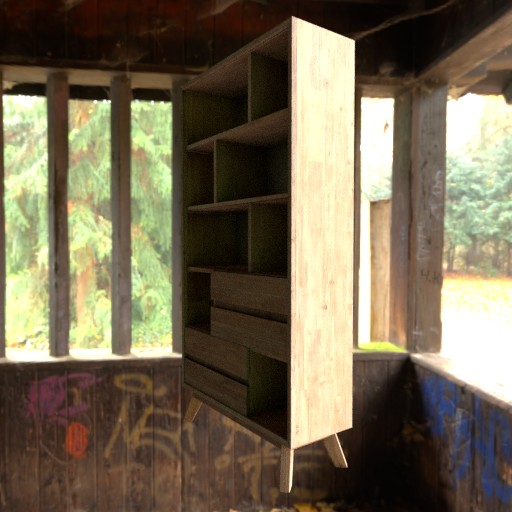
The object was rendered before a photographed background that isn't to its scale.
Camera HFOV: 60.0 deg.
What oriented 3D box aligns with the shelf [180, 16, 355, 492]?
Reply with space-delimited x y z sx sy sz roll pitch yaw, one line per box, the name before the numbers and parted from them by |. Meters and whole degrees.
shelf | 0.000 0.000 1.741 0.308 1.471 0.748 -1 2 -36
